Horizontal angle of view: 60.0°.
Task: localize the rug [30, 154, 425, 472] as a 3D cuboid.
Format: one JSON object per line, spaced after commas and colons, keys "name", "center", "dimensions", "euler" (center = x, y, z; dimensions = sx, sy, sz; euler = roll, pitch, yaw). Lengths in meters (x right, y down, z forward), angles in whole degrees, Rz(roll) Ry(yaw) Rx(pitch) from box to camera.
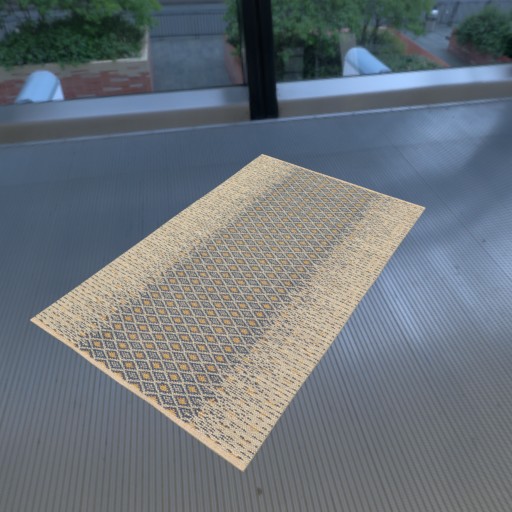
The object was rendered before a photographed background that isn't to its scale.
{"name": "rug", "center": [0.000, 0.000, 3.031], "dimensions": [1.541, 0.008, 2.448], "euler": [24, 46, 25]}
